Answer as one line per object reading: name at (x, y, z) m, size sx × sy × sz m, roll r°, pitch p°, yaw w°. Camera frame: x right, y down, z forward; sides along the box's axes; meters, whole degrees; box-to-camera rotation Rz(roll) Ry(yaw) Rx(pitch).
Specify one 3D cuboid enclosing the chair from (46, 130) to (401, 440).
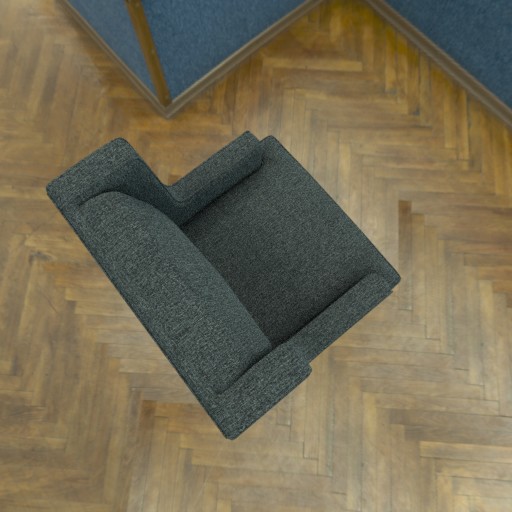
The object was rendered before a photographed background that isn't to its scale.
chair at (0.000, 0.000, 1.837) m, size 0.927 × 1.082 × 0.942 m, roll -38°, pitch 78°, yaw -9°
